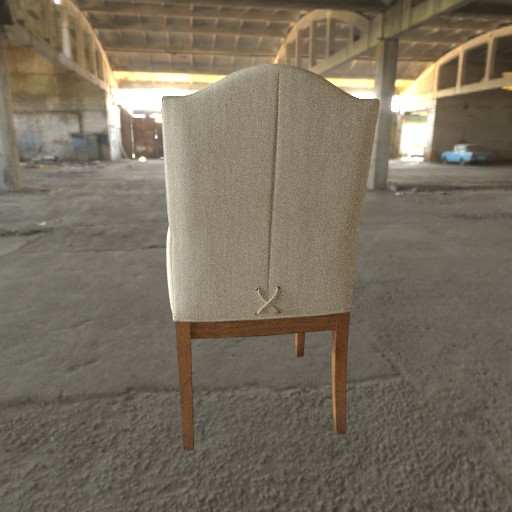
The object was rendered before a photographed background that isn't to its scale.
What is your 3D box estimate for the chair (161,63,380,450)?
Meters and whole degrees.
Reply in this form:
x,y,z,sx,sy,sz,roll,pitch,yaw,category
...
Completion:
x,y,z,sx,sy,sz,roll,pitch,yaw,category
0.000,0.000,1.373,0.533,1.016,0.641,-2,15,-9,chair
